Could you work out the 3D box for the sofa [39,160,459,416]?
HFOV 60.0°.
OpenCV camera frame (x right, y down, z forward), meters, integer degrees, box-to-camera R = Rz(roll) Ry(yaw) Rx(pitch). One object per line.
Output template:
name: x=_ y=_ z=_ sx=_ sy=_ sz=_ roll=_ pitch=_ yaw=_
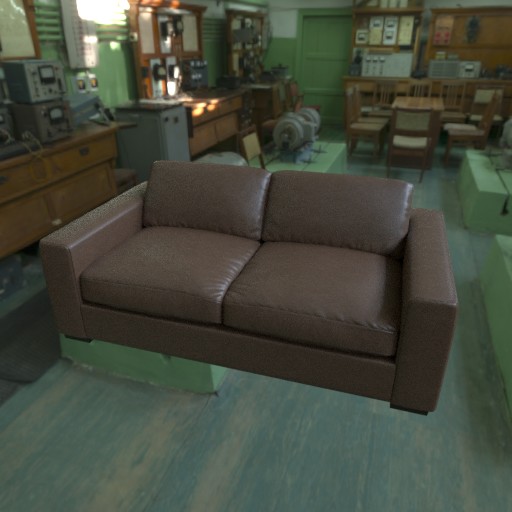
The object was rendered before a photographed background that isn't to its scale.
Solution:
sofa: x=0.000 y=0.000 z=2.400 sx=1.920 sy=0.800 sz=1.070 roll=8 pitch=28 yaw=15
